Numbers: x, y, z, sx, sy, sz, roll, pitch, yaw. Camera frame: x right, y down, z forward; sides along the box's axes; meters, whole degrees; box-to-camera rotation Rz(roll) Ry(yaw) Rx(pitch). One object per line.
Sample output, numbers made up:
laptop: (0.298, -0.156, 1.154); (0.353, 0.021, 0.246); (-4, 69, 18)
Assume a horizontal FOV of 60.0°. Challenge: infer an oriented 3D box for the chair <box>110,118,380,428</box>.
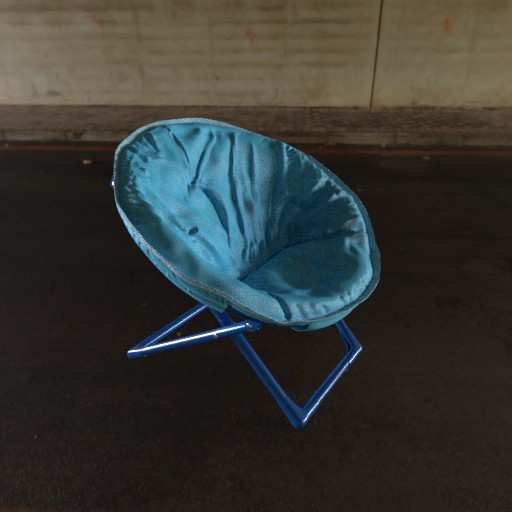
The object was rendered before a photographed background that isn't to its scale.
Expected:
chair: (0.000, 0.000, 0.878); (0.465, 0.478, 0.520); (18, 32, 31)
